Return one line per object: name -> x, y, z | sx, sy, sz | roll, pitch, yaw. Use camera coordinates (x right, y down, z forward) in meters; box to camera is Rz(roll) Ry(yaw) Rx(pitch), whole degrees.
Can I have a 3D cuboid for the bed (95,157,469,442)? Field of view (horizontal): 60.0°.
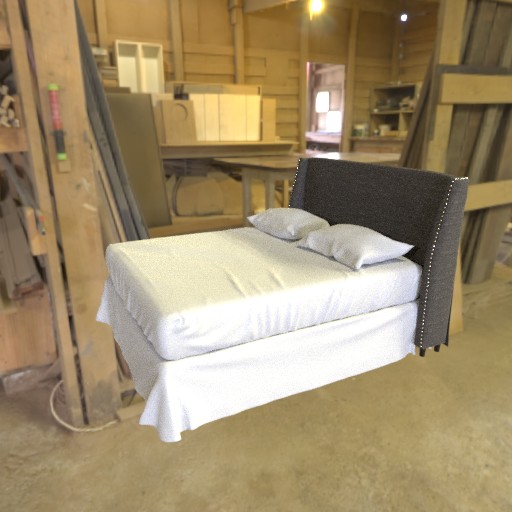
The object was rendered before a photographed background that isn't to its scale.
bed -> 0.000, 0.000, 3.454 | 2.276, 1.332, 1.925 | -9, 19, -26
